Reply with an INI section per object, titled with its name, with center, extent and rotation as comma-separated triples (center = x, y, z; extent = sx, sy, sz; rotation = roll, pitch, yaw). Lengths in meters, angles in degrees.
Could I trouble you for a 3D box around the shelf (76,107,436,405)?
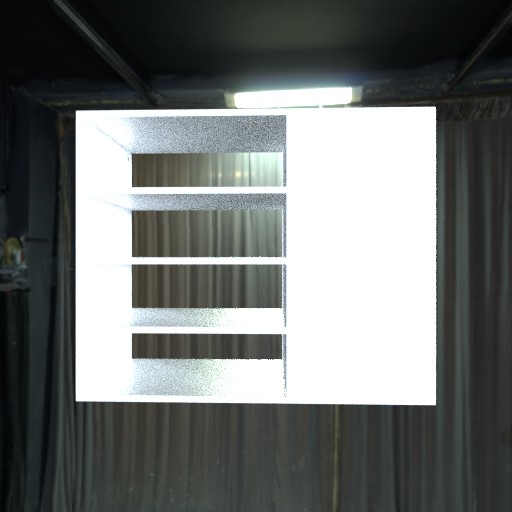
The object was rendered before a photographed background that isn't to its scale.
[shelf]
center = 0.000, 0.000, 1.300
extent = 0.895, 0.732, 0.396
rotation = 0, 0, 2
